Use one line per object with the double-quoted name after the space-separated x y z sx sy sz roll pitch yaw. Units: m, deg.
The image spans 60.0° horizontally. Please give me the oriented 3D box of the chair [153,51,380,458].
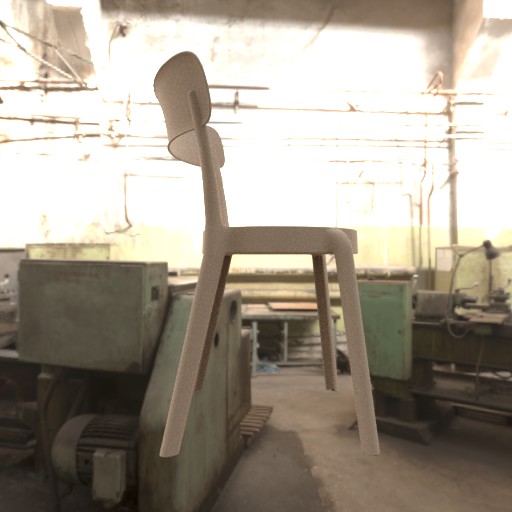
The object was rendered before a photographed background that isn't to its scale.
0.000 0.000 1.094 0.491 0.790 0.506 0 0 -1 "chair"
